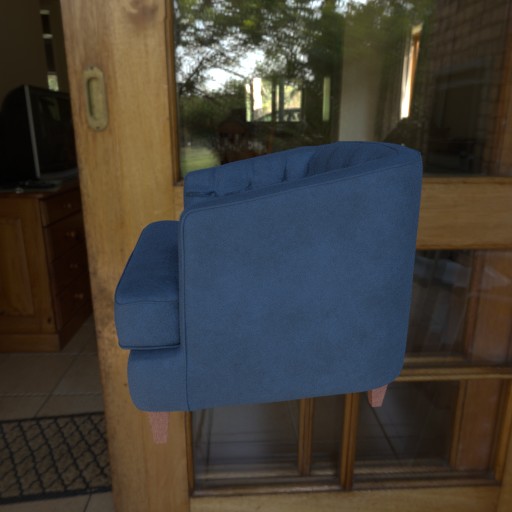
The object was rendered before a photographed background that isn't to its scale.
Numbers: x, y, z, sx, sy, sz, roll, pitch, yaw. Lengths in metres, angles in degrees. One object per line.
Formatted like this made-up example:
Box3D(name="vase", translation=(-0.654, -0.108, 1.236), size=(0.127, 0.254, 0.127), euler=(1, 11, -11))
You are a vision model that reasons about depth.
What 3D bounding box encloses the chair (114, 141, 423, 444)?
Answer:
Box3D(name="chair", translation=(0.000, 0.000, 1.708), size=(0.940, 0.852, 1.094), euler=(-2, 16, -8))
